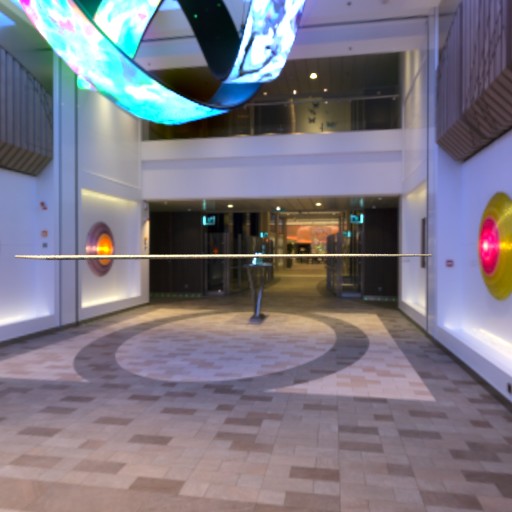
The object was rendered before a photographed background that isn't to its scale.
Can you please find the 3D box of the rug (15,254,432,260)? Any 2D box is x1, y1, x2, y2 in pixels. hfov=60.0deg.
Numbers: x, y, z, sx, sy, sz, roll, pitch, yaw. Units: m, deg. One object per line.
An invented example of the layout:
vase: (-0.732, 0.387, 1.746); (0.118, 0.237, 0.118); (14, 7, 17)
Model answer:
rug: (0.000, 0.000, 2.647); (2.452, 0.012, 0.775); (0, 1, -36)
